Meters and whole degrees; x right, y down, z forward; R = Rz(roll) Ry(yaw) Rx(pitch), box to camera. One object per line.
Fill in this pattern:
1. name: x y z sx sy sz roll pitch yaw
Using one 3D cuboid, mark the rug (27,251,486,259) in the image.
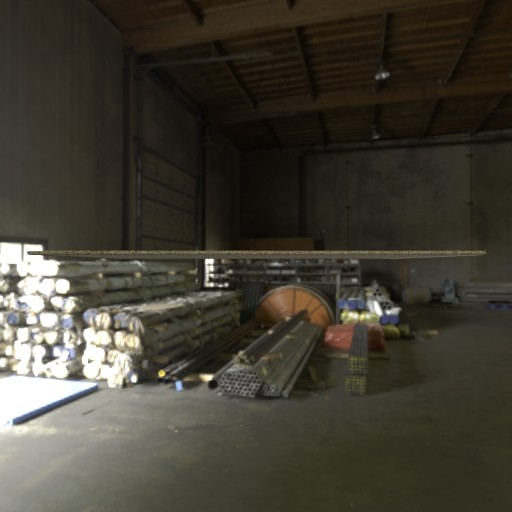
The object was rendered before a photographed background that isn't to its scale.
1. rug: 0.000 0.000 3.473 2.700 0.024 1.801 0 -1 -1
